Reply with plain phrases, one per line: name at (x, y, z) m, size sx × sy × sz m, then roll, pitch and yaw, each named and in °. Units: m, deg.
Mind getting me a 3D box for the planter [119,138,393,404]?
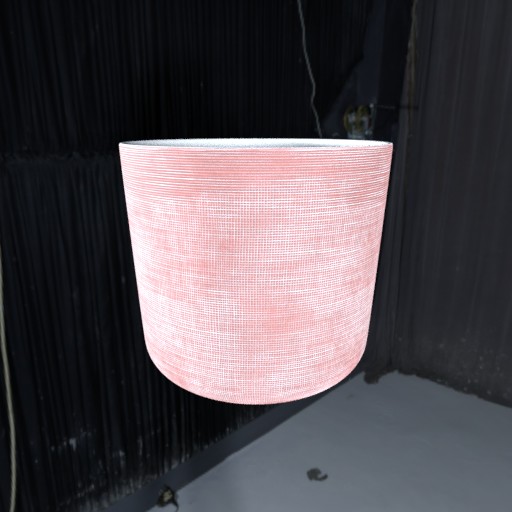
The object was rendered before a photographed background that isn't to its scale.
planter at (0.000, 0.000, 0.798) m, size 0.440 × 0.398 × 0.440 m, roll 0°, pitch 16°, yaw 0°
